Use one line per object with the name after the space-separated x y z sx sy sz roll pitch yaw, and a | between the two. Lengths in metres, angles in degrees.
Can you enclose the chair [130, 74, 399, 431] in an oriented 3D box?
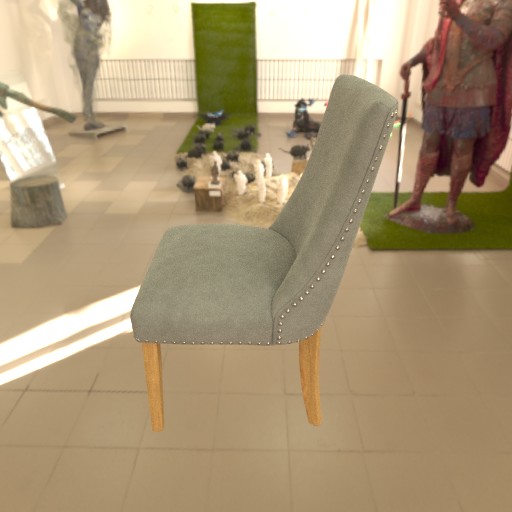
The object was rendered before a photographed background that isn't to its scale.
0.000 0.000 1.238 0.610 0.902 0.495 0 28 0 | chair
